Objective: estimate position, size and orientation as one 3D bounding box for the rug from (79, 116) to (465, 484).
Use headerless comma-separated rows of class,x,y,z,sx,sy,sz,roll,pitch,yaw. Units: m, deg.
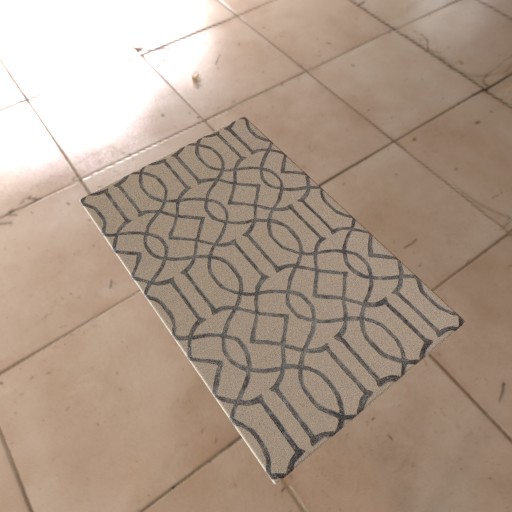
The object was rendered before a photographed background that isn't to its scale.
rug,0.000,0.000,3.037,1.521,0.017,2.365,-32,64,-18
